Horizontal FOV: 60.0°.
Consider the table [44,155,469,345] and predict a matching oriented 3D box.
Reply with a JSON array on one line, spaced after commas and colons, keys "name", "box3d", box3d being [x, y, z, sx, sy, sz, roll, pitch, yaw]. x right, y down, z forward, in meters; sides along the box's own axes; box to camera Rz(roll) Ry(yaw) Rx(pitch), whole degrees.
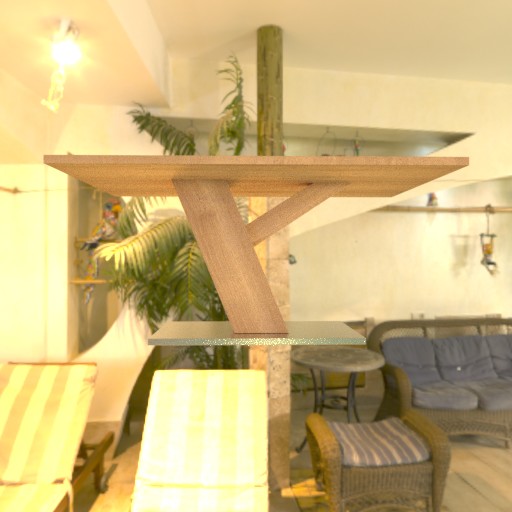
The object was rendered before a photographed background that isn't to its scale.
[{"name": "table", "box3d": [0.000, 0.000, 2.114, 1.600, 0.750, 0.900, 0, 0, -1]}]
